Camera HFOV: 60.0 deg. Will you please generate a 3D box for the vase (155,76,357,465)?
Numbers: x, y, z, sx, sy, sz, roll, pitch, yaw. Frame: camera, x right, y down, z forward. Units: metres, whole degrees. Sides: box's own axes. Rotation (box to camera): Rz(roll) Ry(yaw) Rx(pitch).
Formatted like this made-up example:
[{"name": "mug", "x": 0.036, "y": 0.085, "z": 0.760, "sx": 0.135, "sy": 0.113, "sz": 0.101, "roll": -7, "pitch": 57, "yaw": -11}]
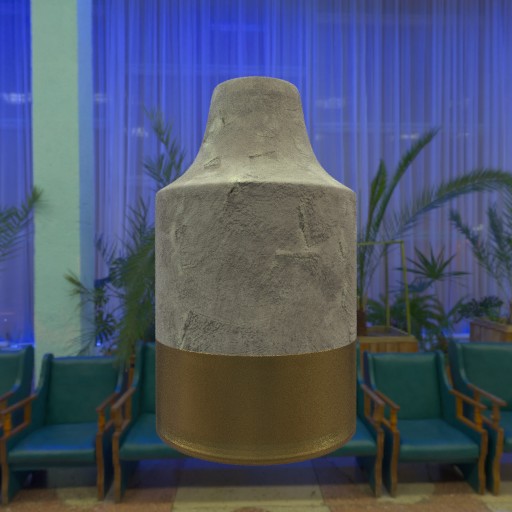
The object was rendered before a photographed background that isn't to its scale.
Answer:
[{"name": "vase", "x": 0.000, "y": 0.000, "z": 0.415, "sx": 0.184, "sy": 0.305, "sz": 0.184, "roll": 0, "pitch": 1, "yaw": 0}]
